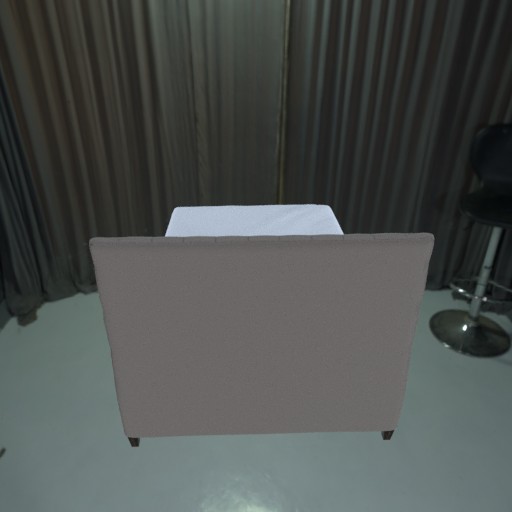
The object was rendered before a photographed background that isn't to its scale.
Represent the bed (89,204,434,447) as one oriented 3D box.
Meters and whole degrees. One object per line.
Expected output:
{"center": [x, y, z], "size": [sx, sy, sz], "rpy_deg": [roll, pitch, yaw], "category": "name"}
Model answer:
{"center": [0.000, 0.000, 3.481], "size": [1.698, 1.427, 2.387], "rpy_deg": [-1, 28, -2], "category": "bed"}
